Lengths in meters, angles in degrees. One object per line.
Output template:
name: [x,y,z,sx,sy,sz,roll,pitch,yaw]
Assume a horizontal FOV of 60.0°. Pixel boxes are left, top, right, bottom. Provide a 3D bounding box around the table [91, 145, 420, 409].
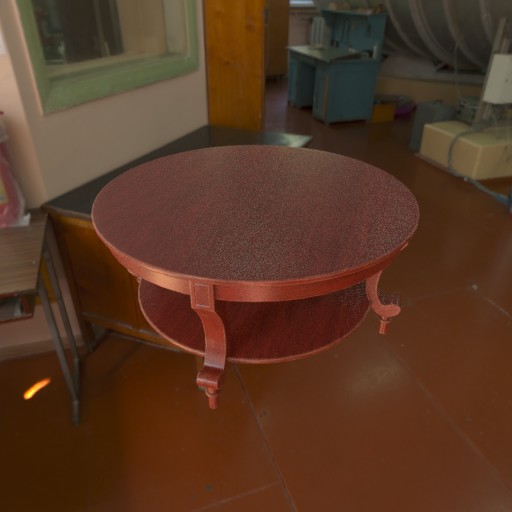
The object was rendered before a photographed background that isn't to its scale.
table: [0.000,0.000,1.574,1.029,0.486,1.029,0,31,0]
